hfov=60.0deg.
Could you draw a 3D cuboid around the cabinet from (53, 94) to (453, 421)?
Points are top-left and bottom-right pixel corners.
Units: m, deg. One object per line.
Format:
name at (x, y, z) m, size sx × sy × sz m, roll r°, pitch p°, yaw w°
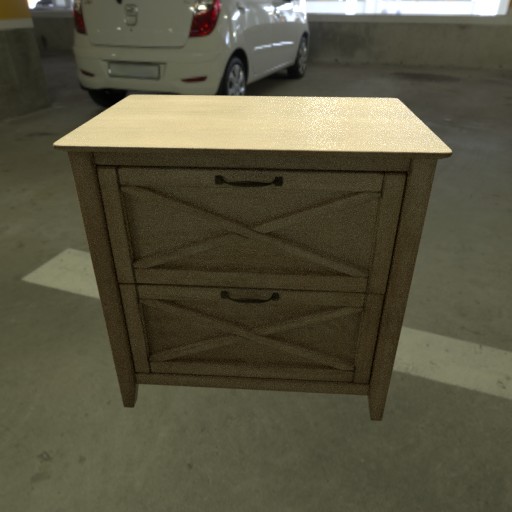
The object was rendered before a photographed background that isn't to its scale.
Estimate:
cabinet at (0.000, 0.000, 1.240) m, size 0.763 × 0.762 × 0.503 m, roll 2°, pitch 31°, yaw 3°
